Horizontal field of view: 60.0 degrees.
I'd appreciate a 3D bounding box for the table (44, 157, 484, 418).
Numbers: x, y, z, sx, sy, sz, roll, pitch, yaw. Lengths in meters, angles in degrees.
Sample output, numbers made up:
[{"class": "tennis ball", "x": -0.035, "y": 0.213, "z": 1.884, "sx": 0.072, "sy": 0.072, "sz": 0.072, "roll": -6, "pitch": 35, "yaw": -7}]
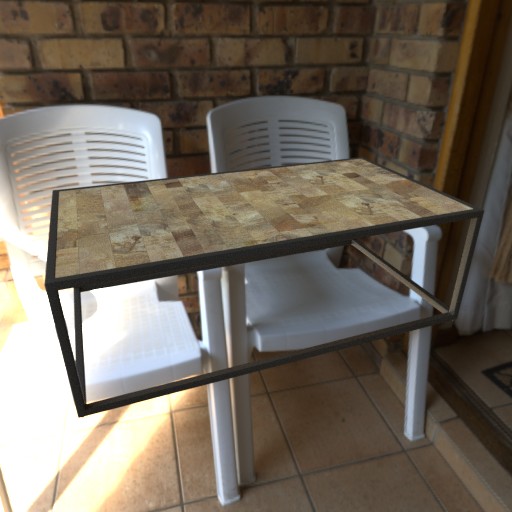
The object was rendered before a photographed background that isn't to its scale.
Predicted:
[{"class": "table", "x": 0.000, "y": 0.000, "z": 1.480, "sx": 1.199, "sy": 0.398, "sz": 0.649, "roll": -10, "pitch": 29, "yaw": -18}]
